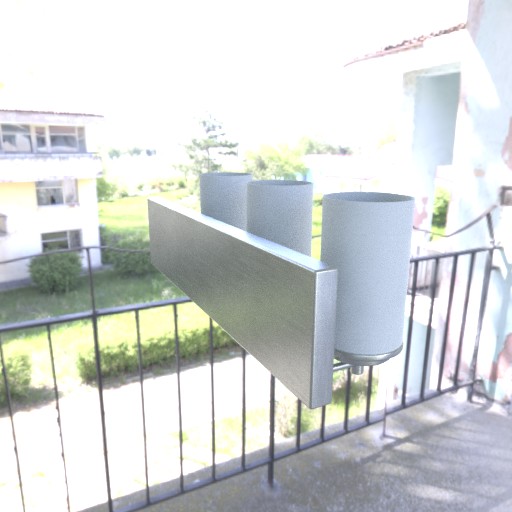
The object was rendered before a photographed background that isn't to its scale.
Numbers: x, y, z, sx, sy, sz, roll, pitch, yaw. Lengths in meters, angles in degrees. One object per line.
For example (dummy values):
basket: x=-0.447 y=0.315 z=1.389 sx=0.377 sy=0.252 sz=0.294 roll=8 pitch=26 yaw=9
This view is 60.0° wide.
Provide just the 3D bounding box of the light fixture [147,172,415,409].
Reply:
light fixture: x=0.000 y=0.000 z=0.532 sx=0.145 sy=0.172 sz=0.451 roll=-7 pitch=16 yaw=-26
